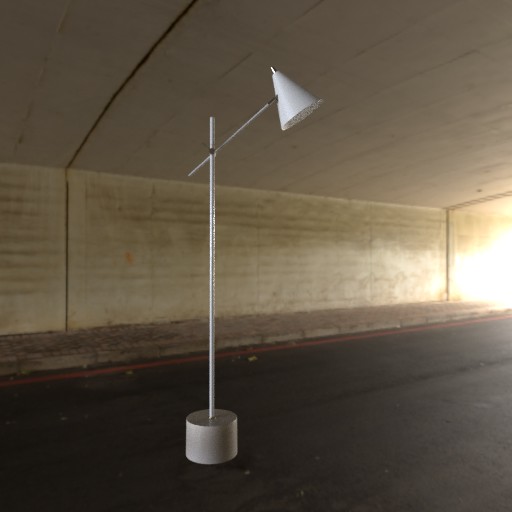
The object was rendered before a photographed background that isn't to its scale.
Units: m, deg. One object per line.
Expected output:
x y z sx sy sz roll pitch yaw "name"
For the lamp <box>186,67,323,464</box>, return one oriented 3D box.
0.000 0.000 1.647 0.508 1.430 0.223 0 -1 -2 "lamp"
